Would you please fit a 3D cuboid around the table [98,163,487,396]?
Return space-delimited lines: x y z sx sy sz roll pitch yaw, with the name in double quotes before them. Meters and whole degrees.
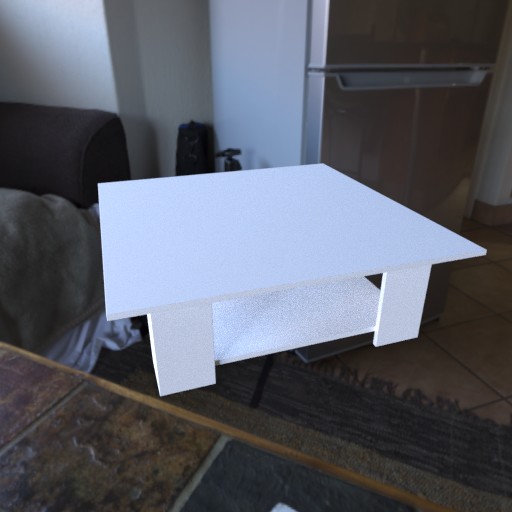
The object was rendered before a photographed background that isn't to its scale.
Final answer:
"table" 0.000 0.000 1.399 0.890 0.305 0.890 -8 27 -17
